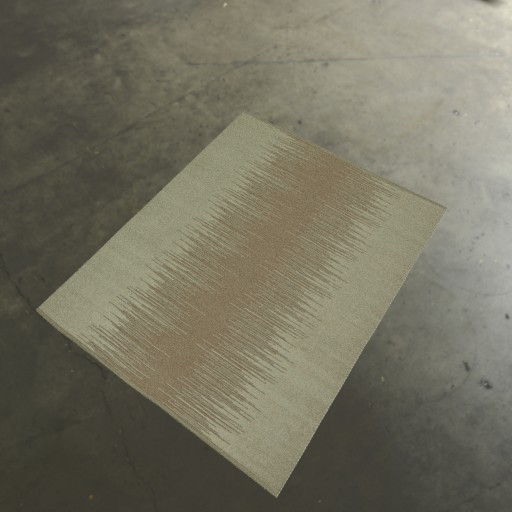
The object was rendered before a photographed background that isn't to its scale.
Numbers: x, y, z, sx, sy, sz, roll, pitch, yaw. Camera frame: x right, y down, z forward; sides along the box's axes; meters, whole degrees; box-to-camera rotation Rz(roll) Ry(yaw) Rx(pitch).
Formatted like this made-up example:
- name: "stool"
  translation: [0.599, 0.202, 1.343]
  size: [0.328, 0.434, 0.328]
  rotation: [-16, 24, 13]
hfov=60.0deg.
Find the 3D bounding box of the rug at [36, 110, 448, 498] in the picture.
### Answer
- name: "rug"
  translation: [0.000, 0.000, 4.028]
  size: [2.438, 0.013, 3.048]
  rotation: [31, 63, 17]
